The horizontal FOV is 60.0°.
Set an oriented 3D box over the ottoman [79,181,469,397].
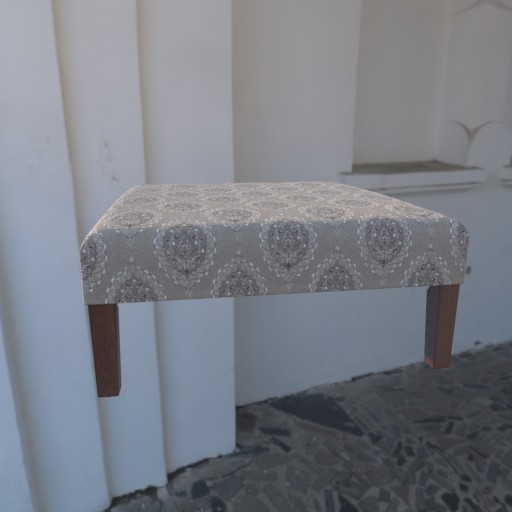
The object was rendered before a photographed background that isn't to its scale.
[{"bbox_3d":[0.000,0.000,1.435,0.889,0.411,0.890,-2,15,-9],"label":"ottoman"}]
